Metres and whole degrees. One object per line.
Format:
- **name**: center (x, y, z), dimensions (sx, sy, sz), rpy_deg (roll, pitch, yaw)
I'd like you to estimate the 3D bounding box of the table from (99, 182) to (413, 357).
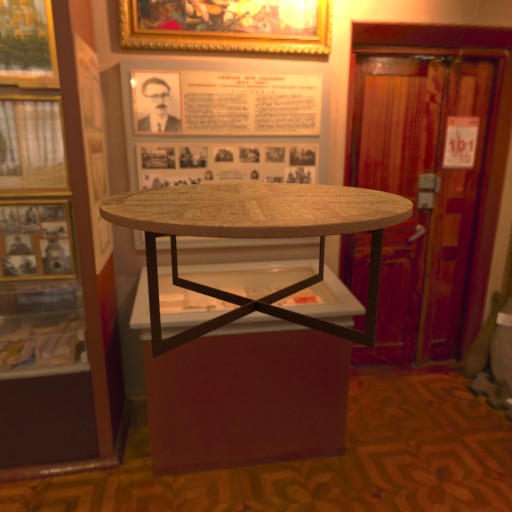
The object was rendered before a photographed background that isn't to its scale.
- **table**: center (0.000, 0.000, 1.950), dimensions (1.264, 0.516, 1.264), rpy_deg (0, 15, 0)
